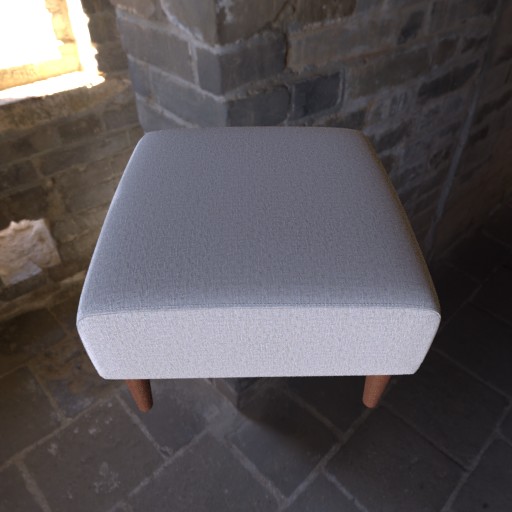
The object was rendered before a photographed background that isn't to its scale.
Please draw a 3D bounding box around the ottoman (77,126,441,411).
[{"bbox_3d":[0.000,0.000,1.074,0.648,0.399,0.655,-1,42,-1],"label":"ottoman"}]
